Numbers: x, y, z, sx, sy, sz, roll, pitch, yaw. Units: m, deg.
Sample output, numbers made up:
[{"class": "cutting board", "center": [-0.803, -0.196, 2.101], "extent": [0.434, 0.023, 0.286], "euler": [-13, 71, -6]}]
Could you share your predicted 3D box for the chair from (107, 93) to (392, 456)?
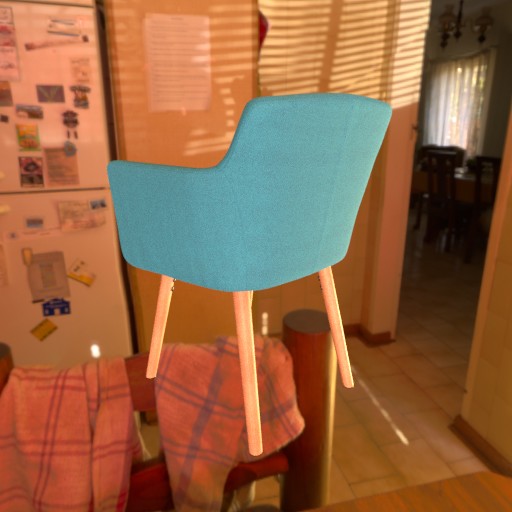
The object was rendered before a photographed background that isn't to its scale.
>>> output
[{"class": "chair", "center": [0.000, 0.000, 1.155], "extent": [0.570, 0.780, 0.540], "euler": [-16, 24, -42]}]
